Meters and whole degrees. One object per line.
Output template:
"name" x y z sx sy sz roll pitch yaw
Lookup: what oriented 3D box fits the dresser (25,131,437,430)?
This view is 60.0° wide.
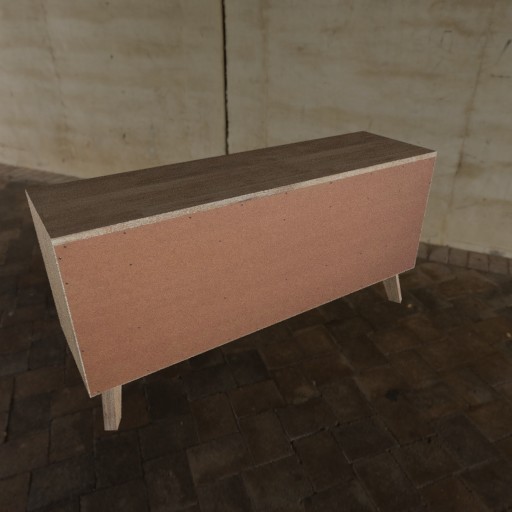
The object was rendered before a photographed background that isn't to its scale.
"dresser" 0.000 0.000 1.929 1.602 0.788 0.455 -17 33 -28
